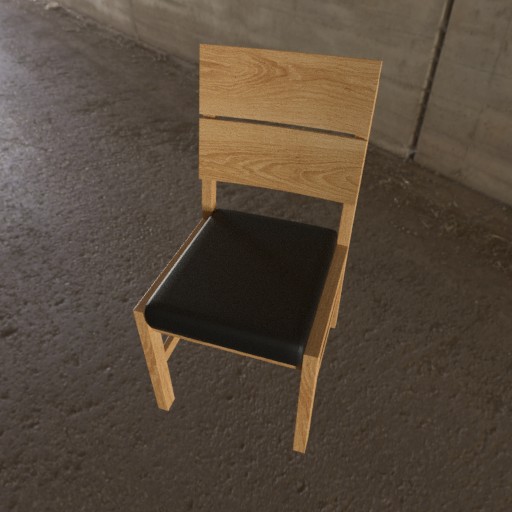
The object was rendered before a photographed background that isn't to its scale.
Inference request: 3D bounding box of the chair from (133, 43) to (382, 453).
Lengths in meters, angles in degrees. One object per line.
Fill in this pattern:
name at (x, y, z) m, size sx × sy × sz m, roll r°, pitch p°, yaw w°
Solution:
chair at (0.000, 0.000, 1.245) m, size 0.475 × 0.950 × 0.569 m, roll 12°, pitch 42°, yaw 14°
